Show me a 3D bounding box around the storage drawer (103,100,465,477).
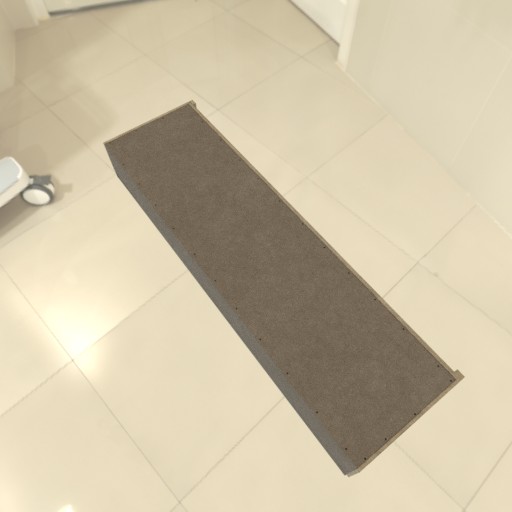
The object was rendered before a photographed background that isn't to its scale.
[{"bbox_3d":[0.000,0.000,2.264,0.591,0.274,2.072,-33,65,-18],"label":"storage drawer"}]
